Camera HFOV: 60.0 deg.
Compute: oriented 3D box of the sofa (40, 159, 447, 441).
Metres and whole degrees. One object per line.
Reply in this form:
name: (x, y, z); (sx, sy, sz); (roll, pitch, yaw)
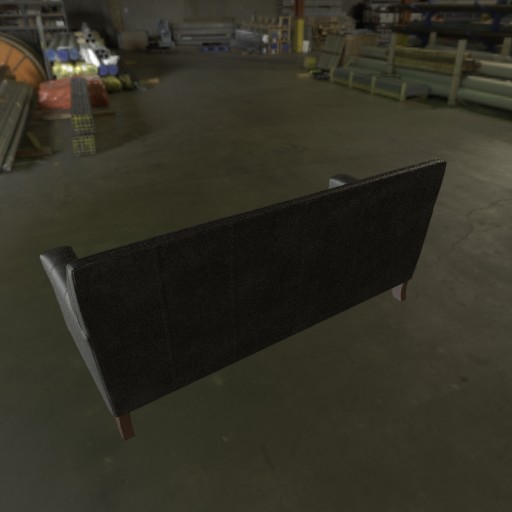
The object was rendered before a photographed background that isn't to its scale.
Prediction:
sofa: (0.000, 0.000, 2.467); (2.053, 0.947, 0.805); (-19, 35, -30)
